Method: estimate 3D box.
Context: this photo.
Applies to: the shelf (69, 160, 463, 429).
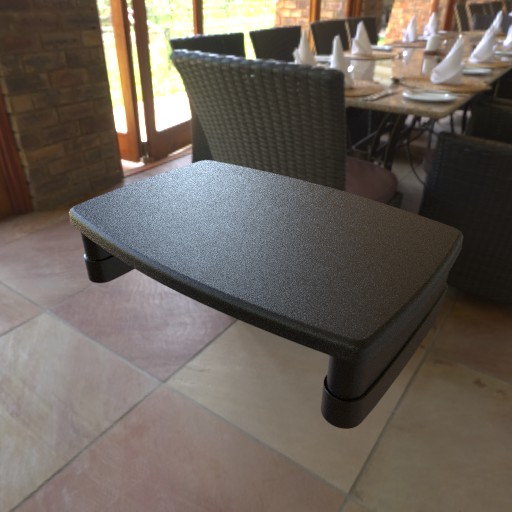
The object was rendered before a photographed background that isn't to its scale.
[{"bbox_3d":[0.000,0.000,0.531,0.410,0.100,0.280,22,37,33],"label":"shelf"}]
